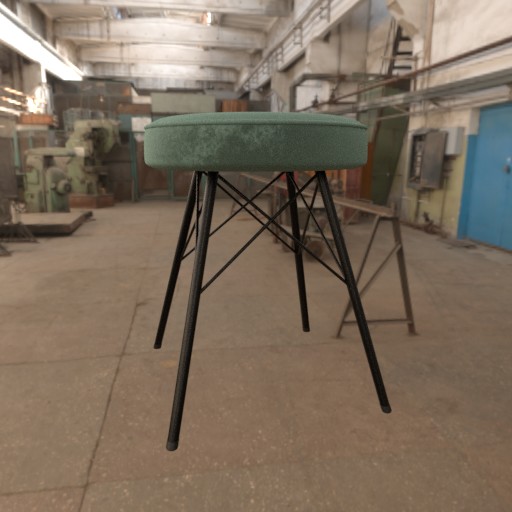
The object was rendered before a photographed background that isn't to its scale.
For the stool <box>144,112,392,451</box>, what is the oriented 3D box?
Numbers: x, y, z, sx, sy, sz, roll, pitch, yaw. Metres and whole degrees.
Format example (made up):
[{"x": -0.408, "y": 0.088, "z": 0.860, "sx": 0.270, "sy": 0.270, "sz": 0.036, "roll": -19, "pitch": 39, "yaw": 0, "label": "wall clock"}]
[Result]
[{"x": 0.000, "y": 0.000, "z": 0.879, "sx": 0.457, "sy": 0.519, "sz": 0.458, "roll": -2, "pitch": 13, "yaw": -7, "label": "stool"}]
